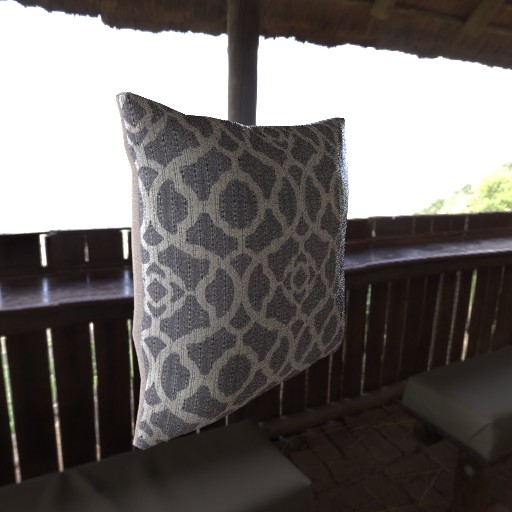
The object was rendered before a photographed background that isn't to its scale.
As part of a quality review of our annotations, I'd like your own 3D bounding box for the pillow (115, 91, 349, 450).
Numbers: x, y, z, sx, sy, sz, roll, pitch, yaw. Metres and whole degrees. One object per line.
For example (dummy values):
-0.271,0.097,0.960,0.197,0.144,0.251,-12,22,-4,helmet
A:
0.000,0.000,0.773,0.215,0.498,0.508,11,17,42,pillow
